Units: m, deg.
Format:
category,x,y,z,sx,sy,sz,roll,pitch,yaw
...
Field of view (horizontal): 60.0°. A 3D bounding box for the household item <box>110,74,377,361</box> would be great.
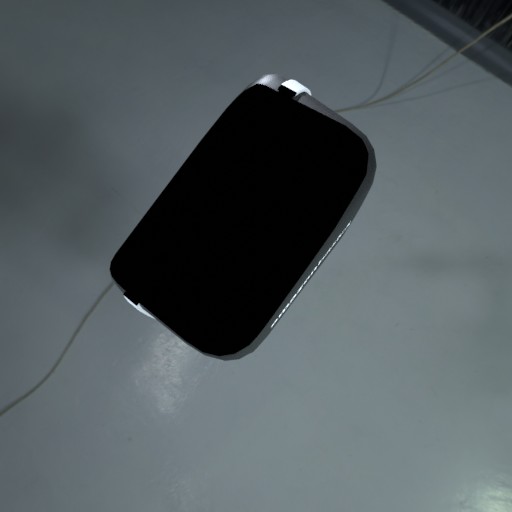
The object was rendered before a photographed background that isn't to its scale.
category,x,y,z,sx,sy,sz,roll,pitch,yaw
household item,0.000,0.000,0.148,0.038,0.114,0.070,37,80,8
